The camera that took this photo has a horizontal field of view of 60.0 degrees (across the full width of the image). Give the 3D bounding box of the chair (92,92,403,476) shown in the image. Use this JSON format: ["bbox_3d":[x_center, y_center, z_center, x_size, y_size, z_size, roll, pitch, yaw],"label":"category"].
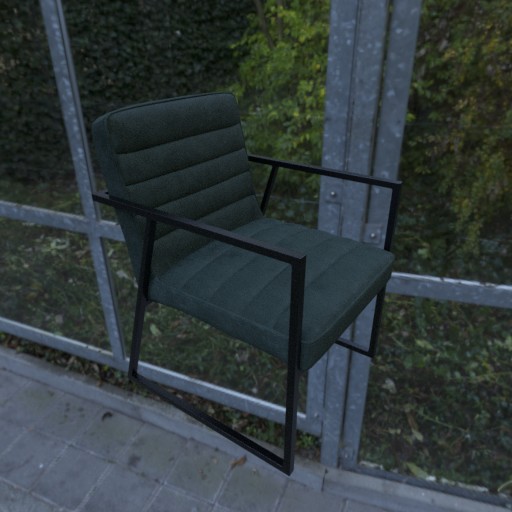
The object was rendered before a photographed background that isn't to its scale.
[{"bbox_3d":[0.000,0.000,1.290,0.677,0.833,0.571,18,33,31],"label":"chair"}]
